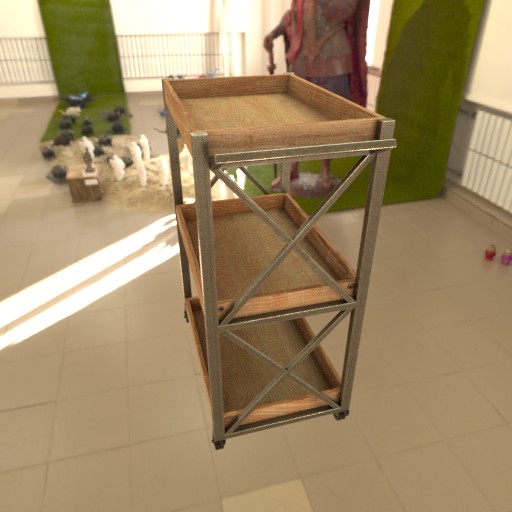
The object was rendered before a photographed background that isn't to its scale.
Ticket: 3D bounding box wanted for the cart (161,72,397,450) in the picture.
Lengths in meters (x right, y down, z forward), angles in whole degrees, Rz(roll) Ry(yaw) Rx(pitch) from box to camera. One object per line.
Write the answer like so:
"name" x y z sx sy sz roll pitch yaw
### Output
"cart" 0.000 0.000 1.202 0.377 0.835 0.673 -8 32 -13
